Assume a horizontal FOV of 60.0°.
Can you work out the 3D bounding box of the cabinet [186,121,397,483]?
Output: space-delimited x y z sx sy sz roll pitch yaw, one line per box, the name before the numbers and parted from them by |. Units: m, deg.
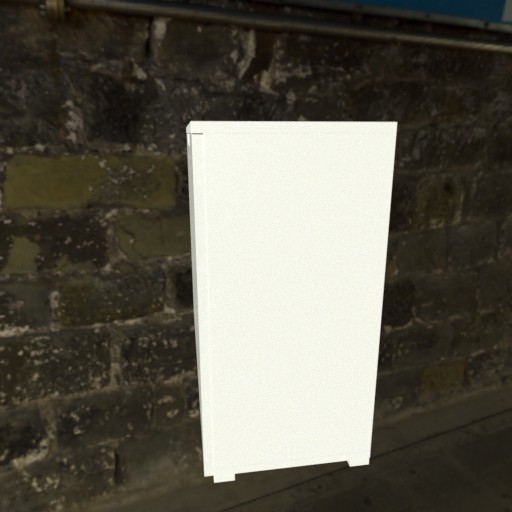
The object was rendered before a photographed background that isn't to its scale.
cabinet | 0.000 0.000 1.417 0.400 0.800 1.000 -2 16 -9
